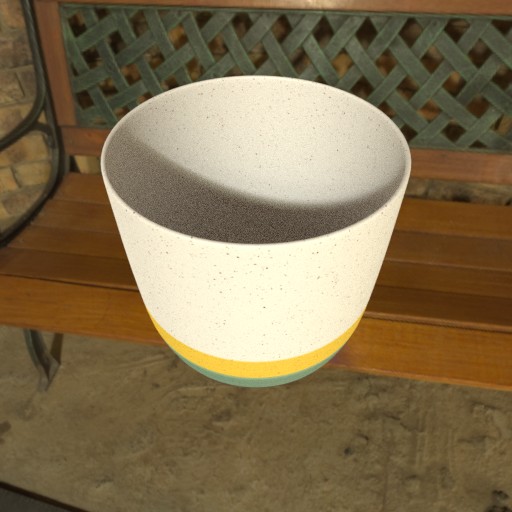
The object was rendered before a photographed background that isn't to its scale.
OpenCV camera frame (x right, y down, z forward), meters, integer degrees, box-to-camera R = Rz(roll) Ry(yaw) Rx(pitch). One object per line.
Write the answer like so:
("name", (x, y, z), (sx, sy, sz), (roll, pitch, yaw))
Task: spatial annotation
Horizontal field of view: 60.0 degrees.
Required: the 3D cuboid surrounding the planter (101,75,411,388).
("planter", (0.000, 0.000, 0.362), (0.195, 0.214, 0.195), (0, 46, 0))
